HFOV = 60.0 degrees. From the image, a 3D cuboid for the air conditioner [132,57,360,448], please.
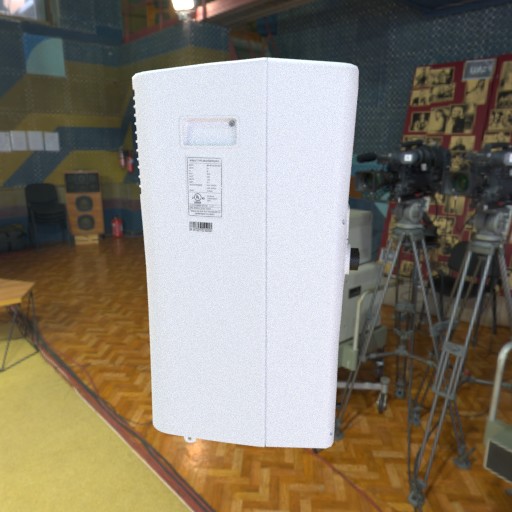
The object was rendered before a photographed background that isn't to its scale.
[{"bbox_3d":[0.000,0.000,0.794,0.349,0.606,0.304,2,14,9],"label":"air conditioner"}]
